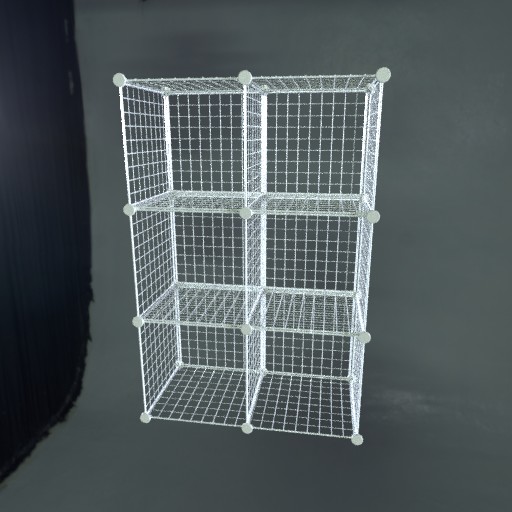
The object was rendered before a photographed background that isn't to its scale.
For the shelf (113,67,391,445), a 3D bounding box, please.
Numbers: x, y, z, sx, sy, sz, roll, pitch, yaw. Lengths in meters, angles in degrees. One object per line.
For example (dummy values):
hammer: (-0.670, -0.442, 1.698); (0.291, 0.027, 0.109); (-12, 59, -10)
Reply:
shelf: (0.000, 0.000, 1.427); (0.711, 1.067, 0.356); (2, 16, 9)
